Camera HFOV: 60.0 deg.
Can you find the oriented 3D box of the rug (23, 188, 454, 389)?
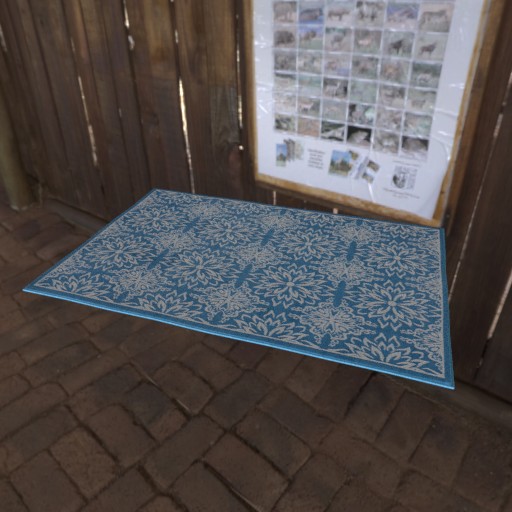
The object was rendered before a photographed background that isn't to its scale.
[{"bbox_3d":[0.000,0.000,3.405,2.769,0.018,1.830,10,33,15],"label":"rug"}]
